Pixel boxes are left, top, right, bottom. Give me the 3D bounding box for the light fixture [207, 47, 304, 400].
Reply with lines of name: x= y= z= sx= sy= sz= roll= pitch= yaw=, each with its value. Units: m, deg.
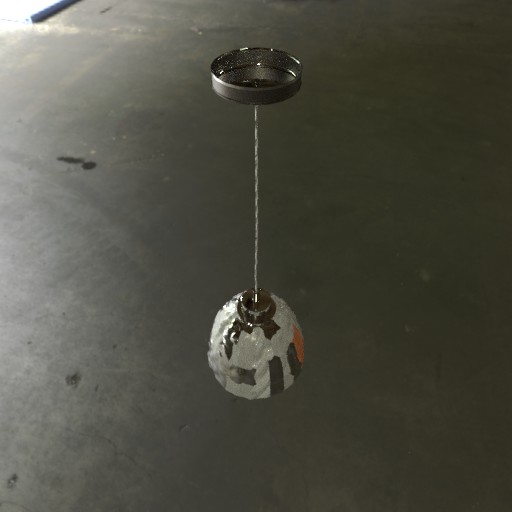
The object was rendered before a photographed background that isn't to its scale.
light fixture: x=0.000 y=0.000 z=1.761 sx=0.496 sy=1.511 sz=0.500 roll=2 pitch=47 yaw=2
